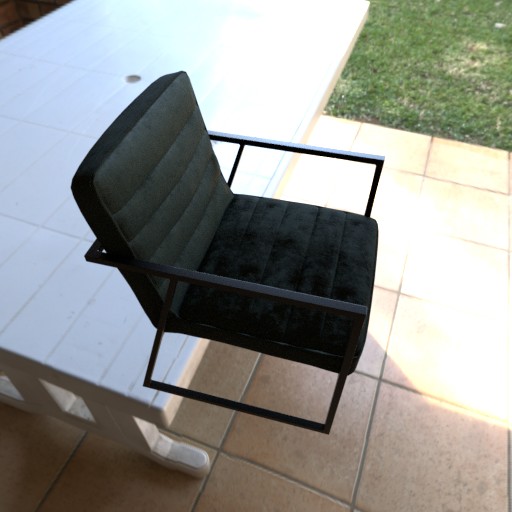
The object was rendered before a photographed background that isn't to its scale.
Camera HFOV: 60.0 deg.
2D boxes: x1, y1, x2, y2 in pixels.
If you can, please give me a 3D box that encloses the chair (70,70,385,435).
[{"bbox_3d":[0.000,0.000,1.278,0.677,0.833,0.571,11,48,10],"label":"chair"}]
